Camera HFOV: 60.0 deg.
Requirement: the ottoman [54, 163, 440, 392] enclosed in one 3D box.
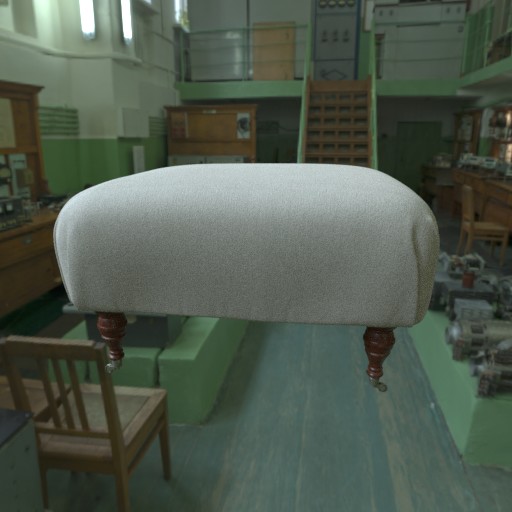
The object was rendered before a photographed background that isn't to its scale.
[{"bbox_3d":[0.000,0.000,1.116,0.746,0.450,0.639,2,16,7],"label":"ottoman"}]
